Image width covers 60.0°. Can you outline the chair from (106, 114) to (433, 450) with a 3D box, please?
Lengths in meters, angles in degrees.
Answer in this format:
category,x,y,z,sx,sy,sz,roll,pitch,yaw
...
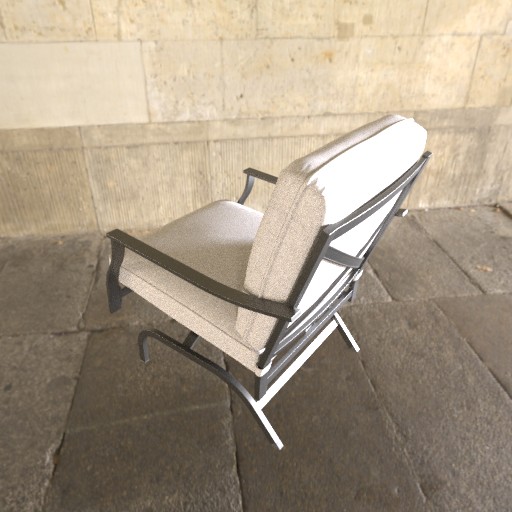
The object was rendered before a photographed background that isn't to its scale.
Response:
category,x,y,z,sx,sy,sz,roll,pitch,yaw
chair,0.000,0.000,1.376,0.787,0.860,0.650,21,38,31
